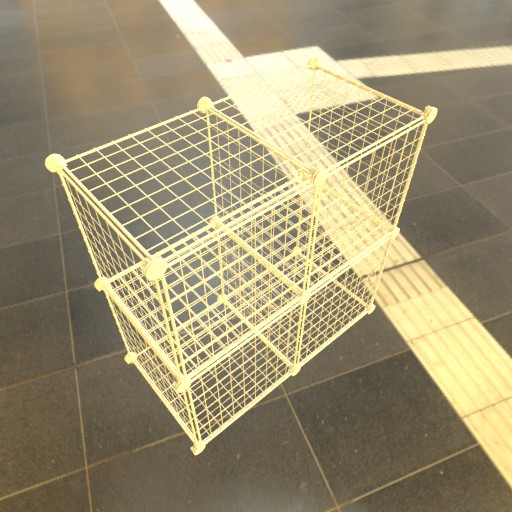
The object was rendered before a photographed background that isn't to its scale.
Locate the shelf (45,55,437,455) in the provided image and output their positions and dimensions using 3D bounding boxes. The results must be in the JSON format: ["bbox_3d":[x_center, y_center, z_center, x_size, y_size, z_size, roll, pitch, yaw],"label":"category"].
[{"bbox_3d":[0.000,0.000,1.123,0.711,0.711,0.356,-32,54,-27],"label":"shelf"}]
